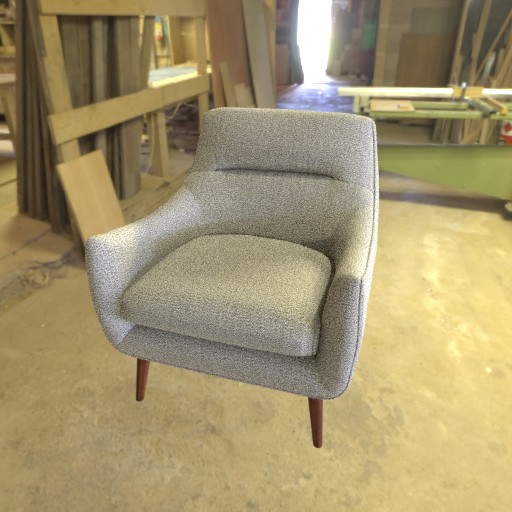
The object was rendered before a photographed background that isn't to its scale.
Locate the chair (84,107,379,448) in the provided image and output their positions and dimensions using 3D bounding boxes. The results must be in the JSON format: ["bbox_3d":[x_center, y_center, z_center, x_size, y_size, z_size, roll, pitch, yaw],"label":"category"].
[{"bbox_3d":[0.000,0.000,1.465,0.762,0.838,0.787,8,28,16],"label":"chair"}]
